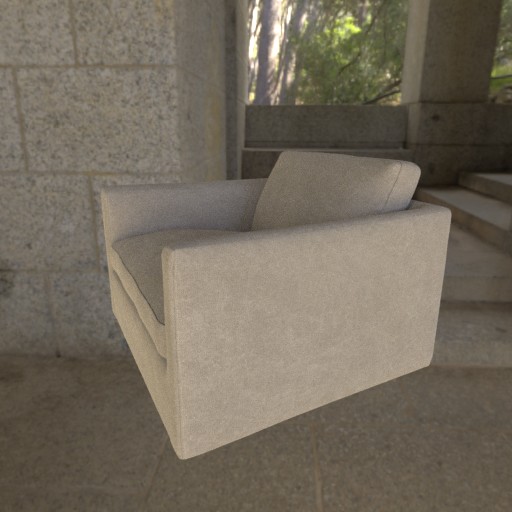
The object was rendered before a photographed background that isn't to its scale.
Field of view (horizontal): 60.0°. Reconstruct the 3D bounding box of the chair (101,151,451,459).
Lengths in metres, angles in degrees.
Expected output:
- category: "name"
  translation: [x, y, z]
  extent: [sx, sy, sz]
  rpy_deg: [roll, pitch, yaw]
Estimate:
- category: "chair"
  translation: [0.000, 0.000, 1.861]
  extent: [1.091, 0.845, 1.190]
  rpy_deg: [-8, 19, -25]
